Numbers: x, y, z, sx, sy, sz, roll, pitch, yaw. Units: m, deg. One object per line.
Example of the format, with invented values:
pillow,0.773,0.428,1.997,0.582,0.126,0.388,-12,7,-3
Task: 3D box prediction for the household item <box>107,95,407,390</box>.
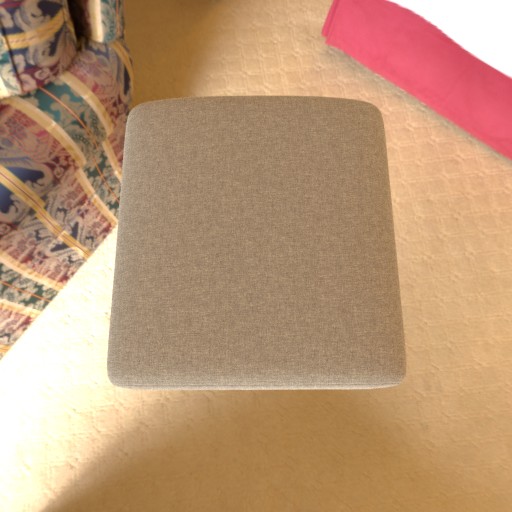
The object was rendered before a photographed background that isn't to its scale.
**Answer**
household item,0.000,0.000,0.912,0.530,0.410,0.530,0,74,0
